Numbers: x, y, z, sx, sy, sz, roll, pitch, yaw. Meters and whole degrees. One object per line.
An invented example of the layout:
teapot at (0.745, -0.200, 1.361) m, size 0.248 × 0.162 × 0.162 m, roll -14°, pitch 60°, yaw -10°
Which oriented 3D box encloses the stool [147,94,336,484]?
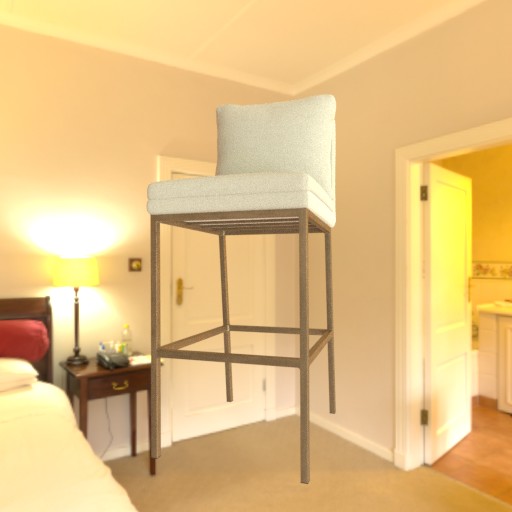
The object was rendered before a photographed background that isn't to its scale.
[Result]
stool at (0.000, 0.000, 1.421) m, size 0.463 × 1.125 × 0.572 m, roll 0°, pitch 0°, yaw 19°
